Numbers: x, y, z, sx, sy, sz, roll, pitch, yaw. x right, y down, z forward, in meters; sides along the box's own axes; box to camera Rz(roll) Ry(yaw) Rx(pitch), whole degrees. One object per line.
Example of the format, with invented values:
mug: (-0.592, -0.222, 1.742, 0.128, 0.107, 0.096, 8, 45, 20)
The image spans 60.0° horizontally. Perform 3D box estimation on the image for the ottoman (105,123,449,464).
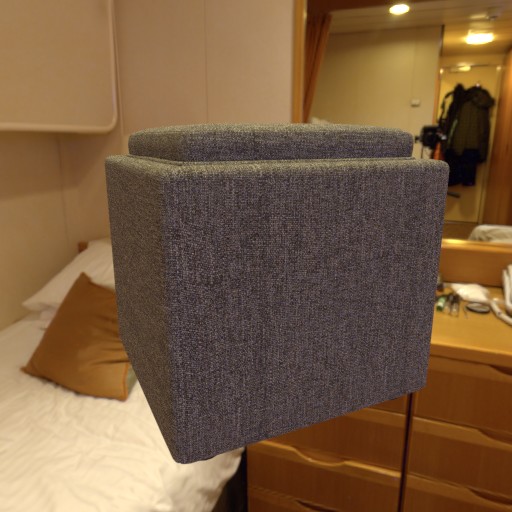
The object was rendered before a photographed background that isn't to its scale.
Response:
ottoman: (0.000, 0.000, 0.811, 0.450, 0.460, 0.450, -7, 16, -25)
